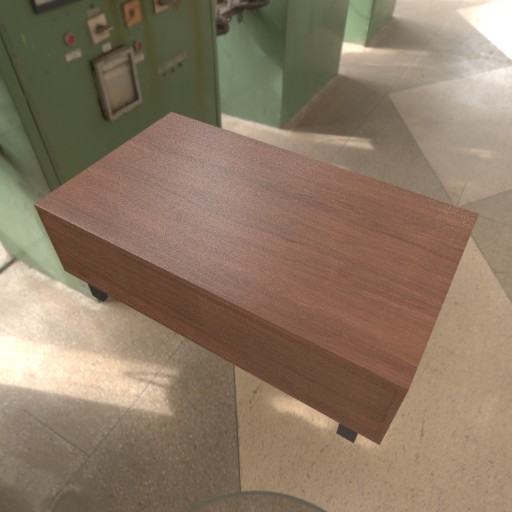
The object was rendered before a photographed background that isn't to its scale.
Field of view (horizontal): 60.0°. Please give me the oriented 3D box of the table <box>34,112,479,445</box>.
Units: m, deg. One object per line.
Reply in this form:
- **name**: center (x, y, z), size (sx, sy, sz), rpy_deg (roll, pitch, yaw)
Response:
- **table**: center (0.000, 0.000, 1.309), size (1.020, 0.380, 0.600), rpy_deg (24, 51, 21)
